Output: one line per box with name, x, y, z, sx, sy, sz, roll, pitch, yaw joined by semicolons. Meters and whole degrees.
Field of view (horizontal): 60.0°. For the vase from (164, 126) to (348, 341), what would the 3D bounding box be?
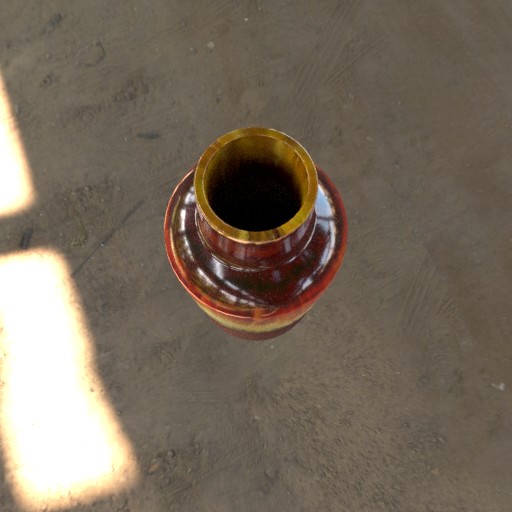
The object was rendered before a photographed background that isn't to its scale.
vase;0.000;0.000;0.328;0.111;0.261;0.111;0;75;0
